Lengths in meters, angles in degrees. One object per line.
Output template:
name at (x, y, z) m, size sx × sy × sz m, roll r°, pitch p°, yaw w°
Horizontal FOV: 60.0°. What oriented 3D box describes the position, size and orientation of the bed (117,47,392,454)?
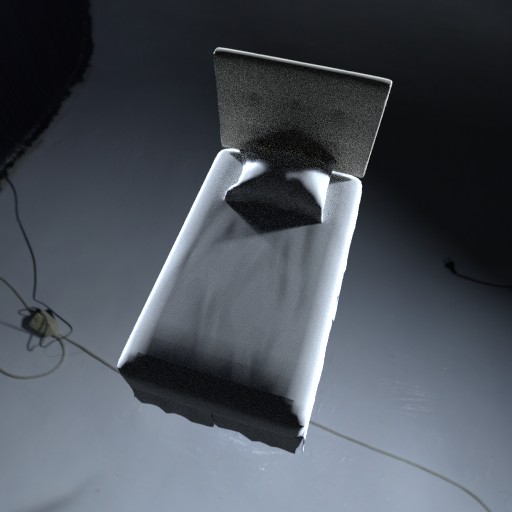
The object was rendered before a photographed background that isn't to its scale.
bed at (0.000, 0.000, 2.940) m, size 1.261 × 1.571 × 1.997 m, roll 15°, pitch 60°, yaw 9°
